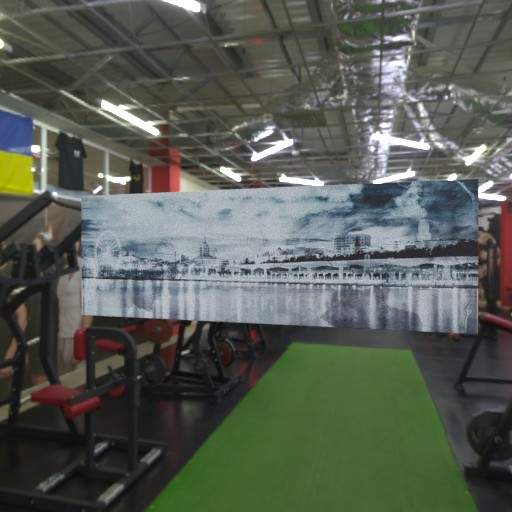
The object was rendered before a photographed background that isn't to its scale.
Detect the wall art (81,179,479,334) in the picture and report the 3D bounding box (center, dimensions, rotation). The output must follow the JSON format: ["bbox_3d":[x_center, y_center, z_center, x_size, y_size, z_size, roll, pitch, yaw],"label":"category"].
[{"bbox_3d":[0.000,0.000,0.842,0.759,0.251,0.037,0,0,17],"label":"wall art"}]
